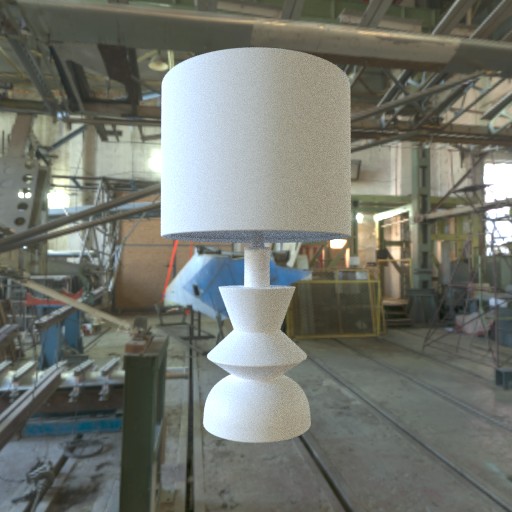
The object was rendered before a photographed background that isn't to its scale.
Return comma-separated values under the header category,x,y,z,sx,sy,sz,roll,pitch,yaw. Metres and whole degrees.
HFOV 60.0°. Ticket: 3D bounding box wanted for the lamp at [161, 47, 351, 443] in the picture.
category,x,y,z,sx,sy,sz,roll,pitch,yaw
lamp,0.000,0.000,0.716,0.301,0.533,0.301,-1,-2,36
